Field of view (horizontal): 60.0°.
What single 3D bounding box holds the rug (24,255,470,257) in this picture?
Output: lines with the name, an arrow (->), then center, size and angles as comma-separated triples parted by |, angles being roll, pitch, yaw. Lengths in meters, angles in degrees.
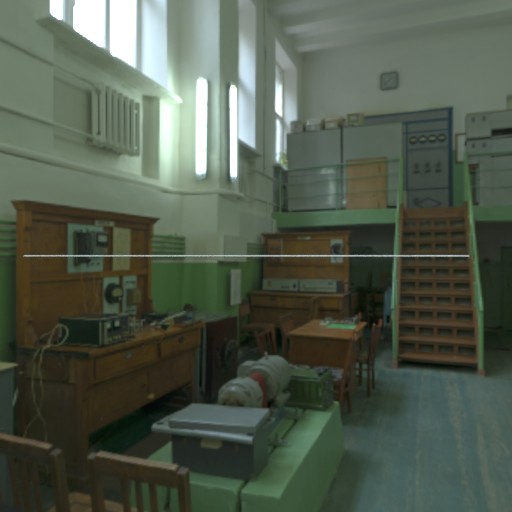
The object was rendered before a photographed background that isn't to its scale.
rug -> 0.000, 0.000, 2.987 | 2.440, 0.008, 1.524 | 0, 0, 19
